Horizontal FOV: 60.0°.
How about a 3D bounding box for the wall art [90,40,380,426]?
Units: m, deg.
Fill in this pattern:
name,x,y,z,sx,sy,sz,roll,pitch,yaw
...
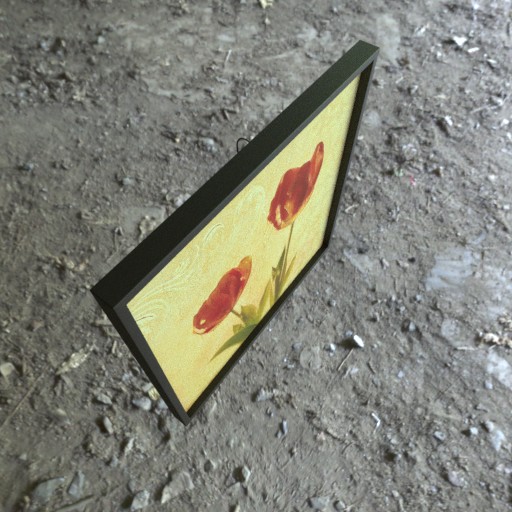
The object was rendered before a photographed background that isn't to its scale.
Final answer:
name,x,y,z,sx,sy,sz,roll,pitch,yaw
wall art,0.000,0.000,0.507,0.038,0.349,0.349,32,63,19
